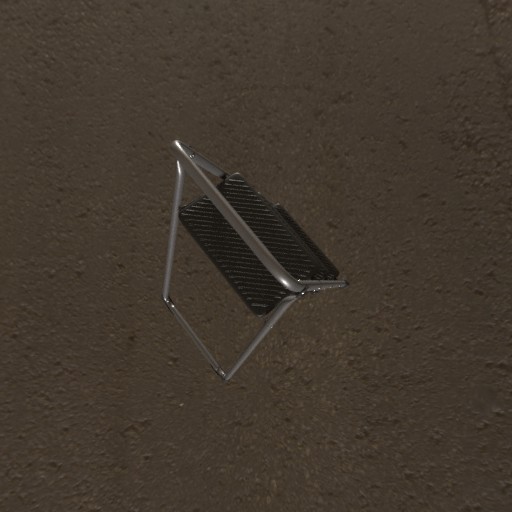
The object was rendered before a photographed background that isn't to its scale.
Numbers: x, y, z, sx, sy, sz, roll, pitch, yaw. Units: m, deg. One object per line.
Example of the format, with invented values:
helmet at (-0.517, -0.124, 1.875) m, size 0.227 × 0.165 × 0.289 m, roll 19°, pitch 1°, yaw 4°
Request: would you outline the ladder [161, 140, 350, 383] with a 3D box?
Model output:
ladder at (0.000, 0.000, 1.313) m, size 0.629 × 0.945 × 0.430 m, roll -37°, pitch 77°, yaw -10°
